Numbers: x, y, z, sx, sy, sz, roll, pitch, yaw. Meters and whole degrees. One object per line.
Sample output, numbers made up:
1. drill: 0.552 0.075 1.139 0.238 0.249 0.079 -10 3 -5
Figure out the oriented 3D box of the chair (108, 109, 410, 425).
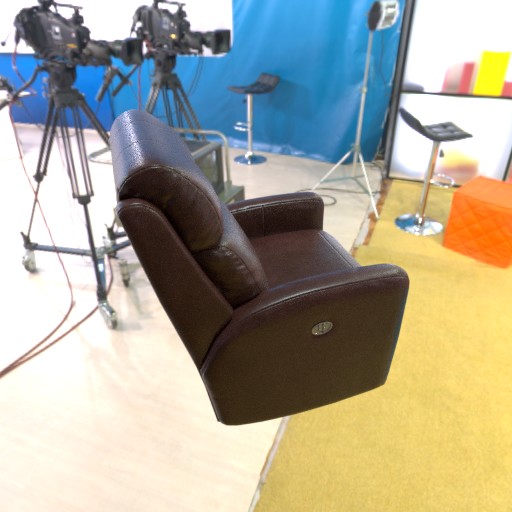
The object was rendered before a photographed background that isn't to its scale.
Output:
1. chair: 0.000 0.000 1.691 0.939 1.016 0.787 -9 32 -15
